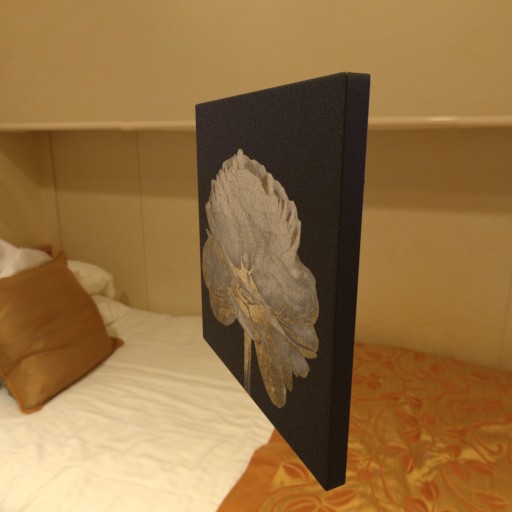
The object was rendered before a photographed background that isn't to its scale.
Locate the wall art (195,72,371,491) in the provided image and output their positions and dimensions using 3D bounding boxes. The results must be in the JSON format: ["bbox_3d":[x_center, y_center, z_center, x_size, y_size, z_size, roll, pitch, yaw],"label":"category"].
[{"bbox_3d":[0.000,0.000,0.885,0.043,0.611,0.610,-7,16,-24],"label":"wall art"}]
